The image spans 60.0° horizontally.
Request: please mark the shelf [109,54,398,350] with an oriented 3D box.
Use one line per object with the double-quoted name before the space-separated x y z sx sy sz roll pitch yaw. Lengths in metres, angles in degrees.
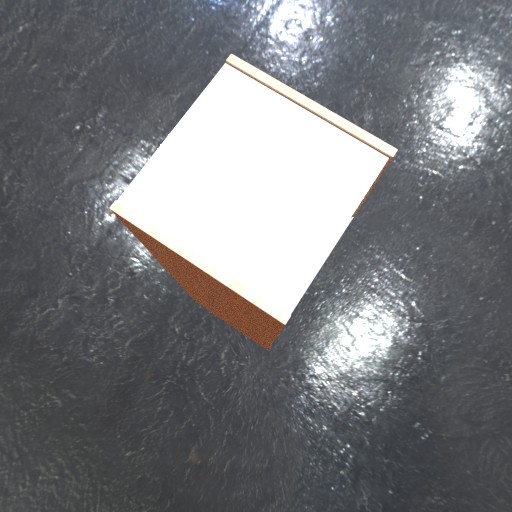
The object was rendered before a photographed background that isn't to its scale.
"shelf" 0.000 0.000 1.061 0.290 0.900 0.300 33 78 8
